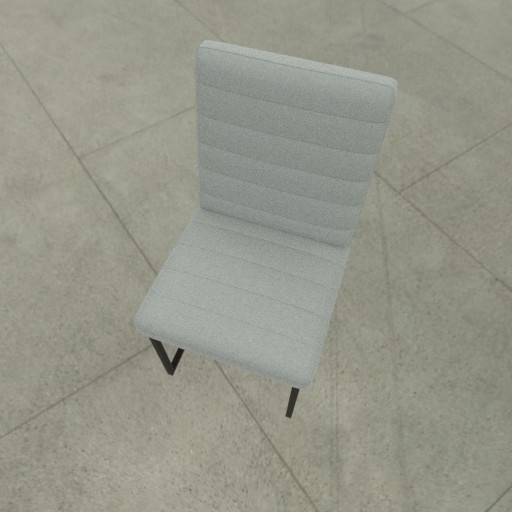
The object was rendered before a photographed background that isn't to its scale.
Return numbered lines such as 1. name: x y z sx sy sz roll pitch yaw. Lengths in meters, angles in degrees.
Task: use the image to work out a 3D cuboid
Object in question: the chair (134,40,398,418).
1. chair: 0.000 0.000 1.317 0.520 0.930 0.634 16 58 10
